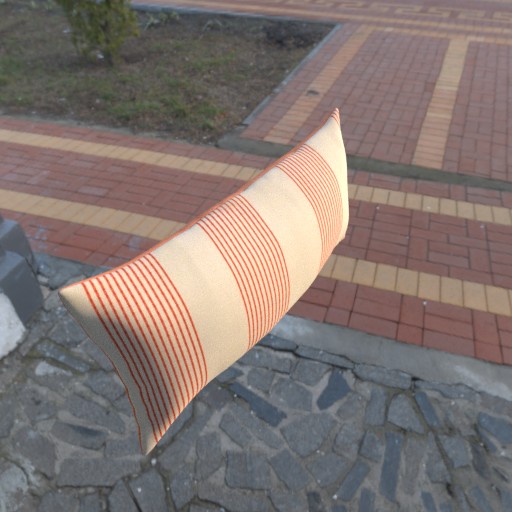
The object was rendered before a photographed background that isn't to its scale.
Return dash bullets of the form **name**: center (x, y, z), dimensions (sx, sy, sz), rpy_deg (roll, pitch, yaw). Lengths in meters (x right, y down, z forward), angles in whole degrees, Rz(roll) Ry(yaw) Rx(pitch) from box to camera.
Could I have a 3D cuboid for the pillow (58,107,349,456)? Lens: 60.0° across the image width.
- **pillow**: center (0.000, 0.000, 0.721), dimensions (0.156, 0.292, 0.608), rpy_deg (25, 46, 26)
